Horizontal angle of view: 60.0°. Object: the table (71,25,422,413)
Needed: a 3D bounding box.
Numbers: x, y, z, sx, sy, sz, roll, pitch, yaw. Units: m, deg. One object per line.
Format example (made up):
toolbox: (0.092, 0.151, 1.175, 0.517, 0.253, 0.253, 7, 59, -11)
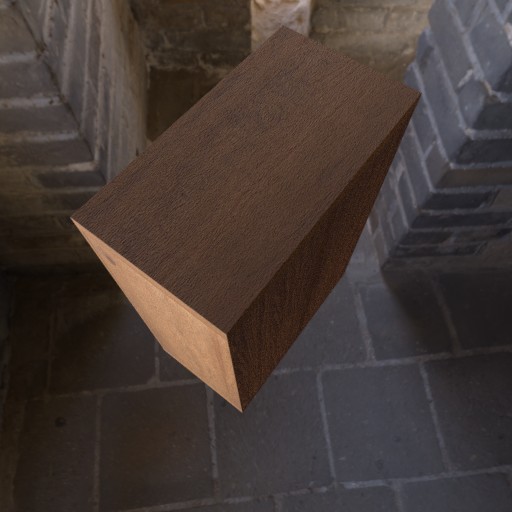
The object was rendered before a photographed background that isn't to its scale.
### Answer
table: (0.000, 0.000, 1.768, 0.524, 1.294, 0.901, 34, 68, 16)
